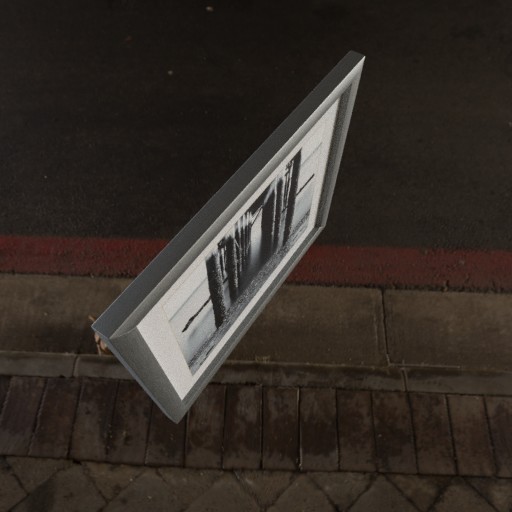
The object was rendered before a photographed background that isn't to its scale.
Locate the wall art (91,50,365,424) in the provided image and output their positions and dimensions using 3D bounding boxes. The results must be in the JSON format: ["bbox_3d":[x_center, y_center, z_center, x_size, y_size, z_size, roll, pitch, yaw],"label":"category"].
[{"bbox_3d":[0.000,0.000,0.763,0.028,0.457,0.556,31,64,17],"label":"wall art"}]
